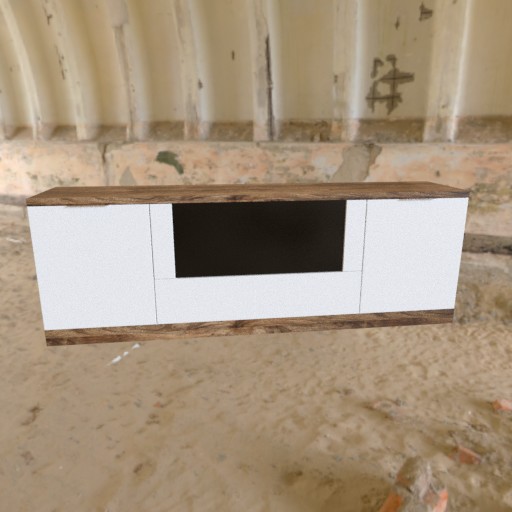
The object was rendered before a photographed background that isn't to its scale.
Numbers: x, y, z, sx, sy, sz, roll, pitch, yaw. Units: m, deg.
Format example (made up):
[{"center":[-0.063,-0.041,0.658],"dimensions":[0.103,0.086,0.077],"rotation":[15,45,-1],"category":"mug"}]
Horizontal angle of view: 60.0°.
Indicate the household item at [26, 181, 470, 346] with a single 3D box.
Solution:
[{"center":[0.000,0.000,2.040],"dimensions":[1.800,0.615,0.390],"rotation":[-2,16,-7],"category":"household item"}]
